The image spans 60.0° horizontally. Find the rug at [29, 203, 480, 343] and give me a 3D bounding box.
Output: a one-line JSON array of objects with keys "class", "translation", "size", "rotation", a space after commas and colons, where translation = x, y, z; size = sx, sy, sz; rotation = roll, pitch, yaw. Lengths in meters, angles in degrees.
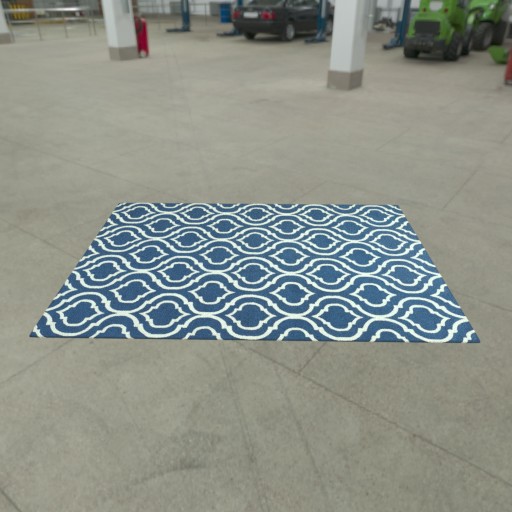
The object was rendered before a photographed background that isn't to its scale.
[{"class": "rug", "translation": [0.000, 0.000, 2.737], "size": [2.134, 0.010, 1.524], "rotation": [1, 31, 1]}]
